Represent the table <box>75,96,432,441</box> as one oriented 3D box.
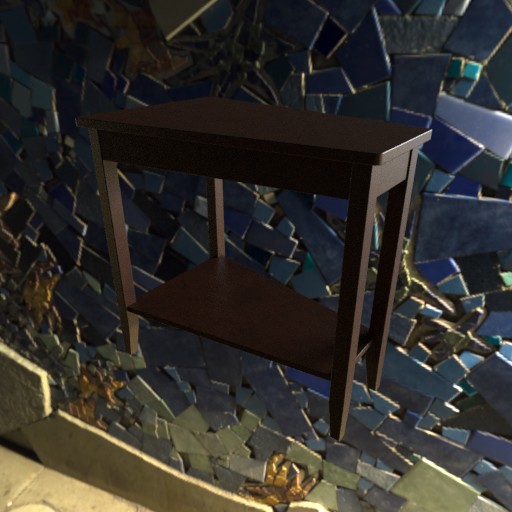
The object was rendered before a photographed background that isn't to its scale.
[{"bbox_3d":[0.000,0.000,0.986,0.605,0.589,0.399,19,32,33],"label":"table"}]
